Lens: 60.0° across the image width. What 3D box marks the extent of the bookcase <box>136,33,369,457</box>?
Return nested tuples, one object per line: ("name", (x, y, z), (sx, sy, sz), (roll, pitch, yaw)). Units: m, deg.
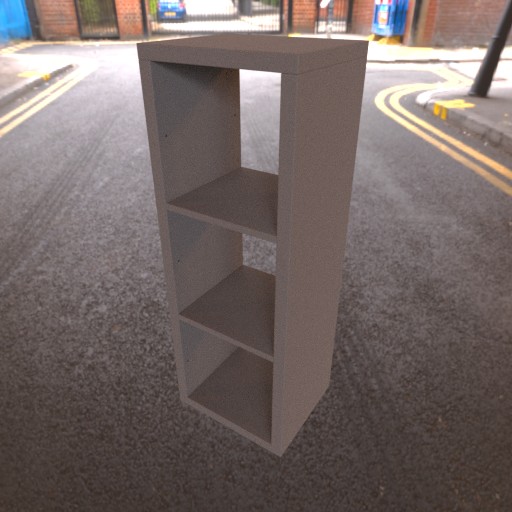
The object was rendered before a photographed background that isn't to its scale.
("bookcase", (0.000, 0.000, 1.236), (0.390, 1.080, 0.330), (18, 35, 28))
